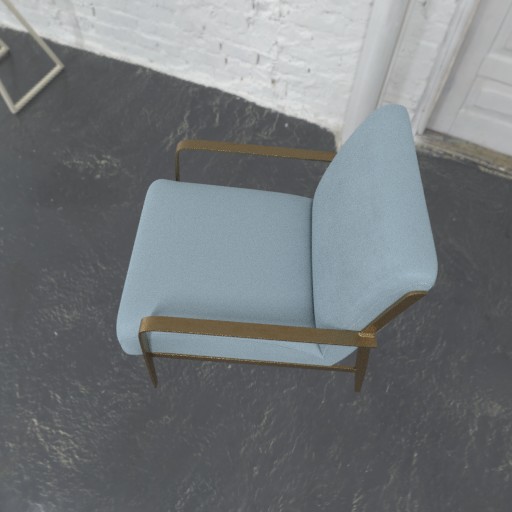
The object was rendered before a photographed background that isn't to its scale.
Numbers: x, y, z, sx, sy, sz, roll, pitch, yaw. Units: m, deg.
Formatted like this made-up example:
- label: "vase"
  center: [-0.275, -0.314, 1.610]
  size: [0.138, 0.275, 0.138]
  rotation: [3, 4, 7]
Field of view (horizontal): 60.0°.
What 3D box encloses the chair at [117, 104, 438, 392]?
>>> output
- label: "chair"
  center: [0.000, 0.000, 1.474]
  size: [0.842, 0.824, 0.701]
  rotation: [2, 58, 2]
